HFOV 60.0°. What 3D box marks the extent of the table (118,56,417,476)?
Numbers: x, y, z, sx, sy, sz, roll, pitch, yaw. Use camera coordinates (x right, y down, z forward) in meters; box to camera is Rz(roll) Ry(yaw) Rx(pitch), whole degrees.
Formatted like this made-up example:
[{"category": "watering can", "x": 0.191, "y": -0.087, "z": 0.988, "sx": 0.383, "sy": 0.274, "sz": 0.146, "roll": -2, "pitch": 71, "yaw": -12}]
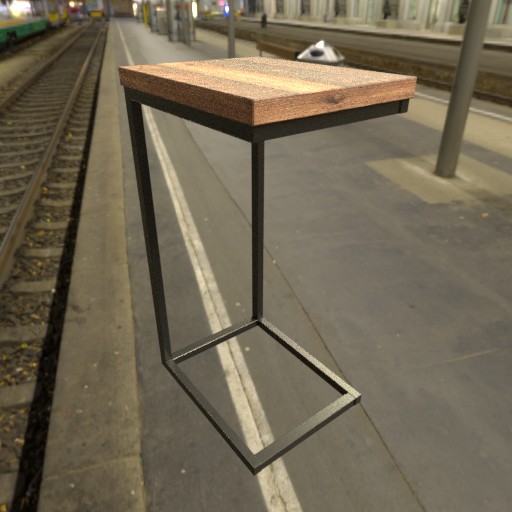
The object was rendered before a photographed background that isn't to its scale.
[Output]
[{"category": "table", "x": 0.000, "y": 0.000, "z": 0.928, "sx": 0.323, "sy": 0.718, "sz": 0.414, "roll": -20, "pitch": 35, "yaw": -32}]
